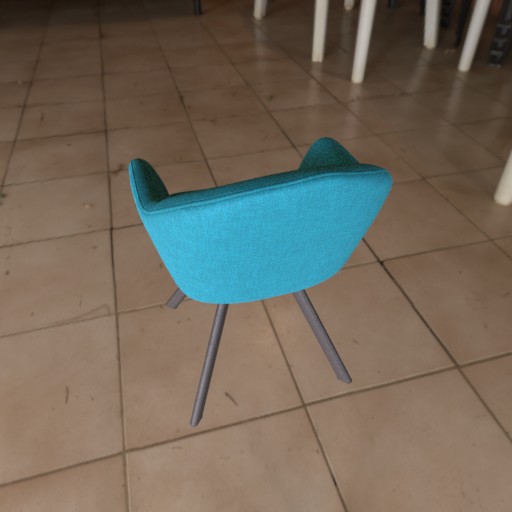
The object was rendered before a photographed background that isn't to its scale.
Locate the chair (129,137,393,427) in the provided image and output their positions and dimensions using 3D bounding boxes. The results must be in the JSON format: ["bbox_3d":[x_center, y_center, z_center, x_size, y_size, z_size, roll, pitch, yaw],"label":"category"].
[{"bbox_3d":[0.000,0.000,1.146,0.545,0.775,0.565,-11,42,-13],"label":"chair"}]
